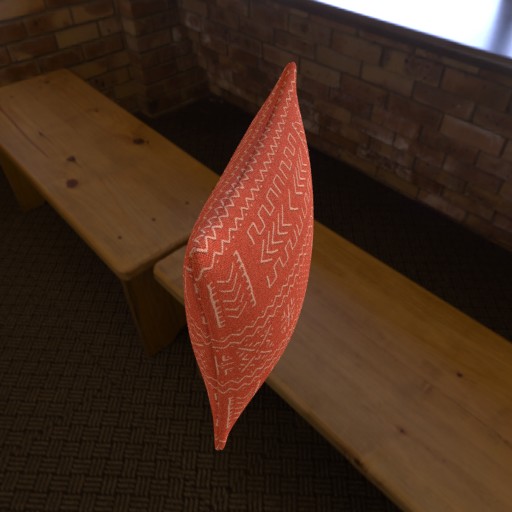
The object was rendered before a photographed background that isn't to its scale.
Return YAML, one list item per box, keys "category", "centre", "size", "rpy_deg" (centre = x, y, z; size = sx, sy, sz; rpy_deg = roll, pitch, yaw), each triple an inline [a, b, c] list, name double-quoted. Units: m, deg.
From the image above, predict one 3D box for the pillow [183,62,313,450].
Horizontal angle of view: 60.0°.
- category: "pillow"
  centre: [0.000, 0.000, 0.674]
  size: [0.164, 0.429, 0.438]
  rpy_deg: [11, 47, 10]
